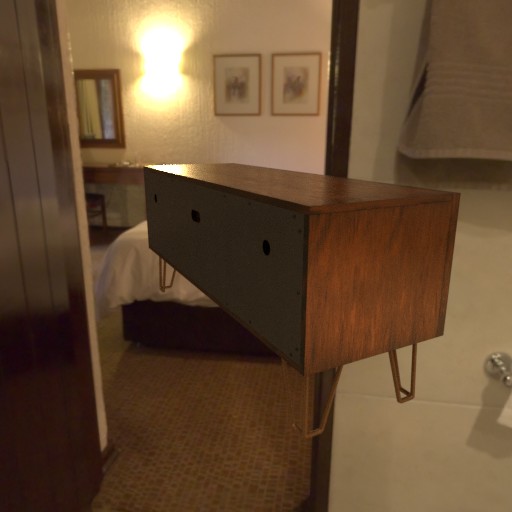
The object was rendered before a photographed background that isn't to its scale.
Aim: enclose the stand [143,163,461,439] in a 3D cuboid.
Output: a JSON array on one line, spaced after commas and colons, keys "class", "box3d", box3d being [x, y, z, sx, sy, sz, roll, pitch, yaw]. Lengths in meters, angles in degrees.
[{"class": "stand", "box3d": [0.000, 0.000, 1.698, 0.481, 0.610, 1.372, -8, 17, -27]}]
